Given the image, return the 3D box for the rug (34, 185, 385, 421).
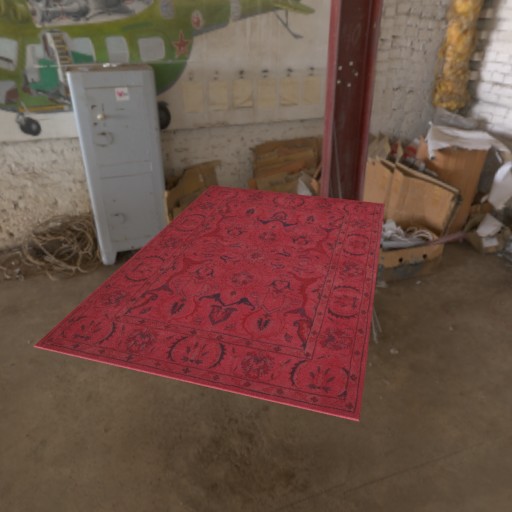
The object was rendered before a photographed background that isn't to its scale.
[{"bbox_3d":[0.000,0.000,2.276,1.209,0.008,1.814,8,30,14],"label":"rug"}]
